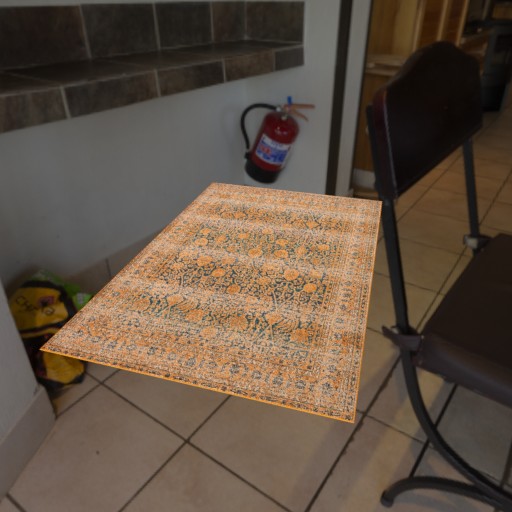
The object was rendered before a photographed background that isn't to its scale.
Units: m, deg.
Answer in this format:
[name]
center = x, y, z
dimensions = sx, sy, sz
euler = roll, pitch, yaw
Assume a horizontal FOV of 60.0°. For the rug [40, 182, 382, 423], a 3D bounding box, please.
[rug]
center = 0.000, 0.000, 2.958
dimensions = 1.525, 0.007, 2.336
euler = 9, 32, 14
